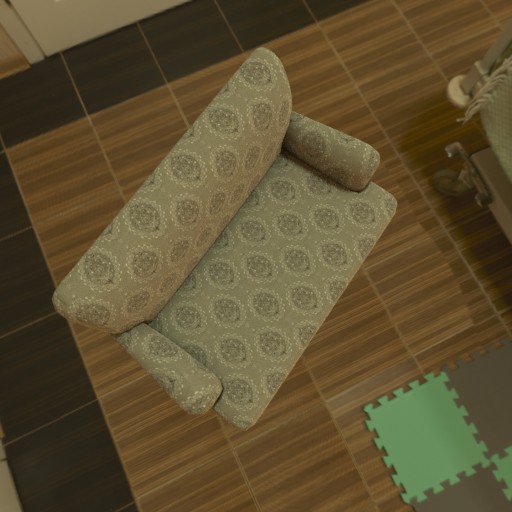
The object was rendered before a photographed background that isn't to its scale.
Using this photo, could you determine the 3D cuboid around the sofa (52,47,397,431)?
[{"bbox_3d":[0.000,0.000,1.864,0.779,0.889,1.297,34,78,8],"label":"sofa"}]
